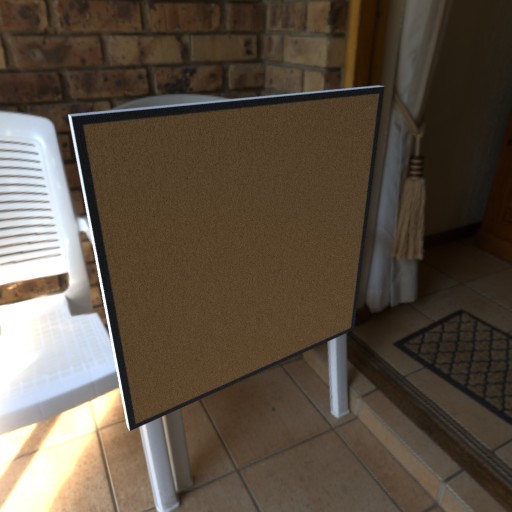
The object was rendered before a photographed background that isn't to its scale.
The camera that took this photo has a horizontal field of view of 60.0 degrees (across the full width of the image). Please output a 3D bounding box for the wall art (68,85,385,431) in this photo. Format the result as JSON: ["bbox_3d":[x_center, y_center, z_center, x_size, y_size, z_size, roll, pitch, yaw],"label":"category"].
[{"bbox_3d":[0.000,0.000,1.183,0.805,0.803,0.022,-17,32,-29],"label":"wall art"}]
